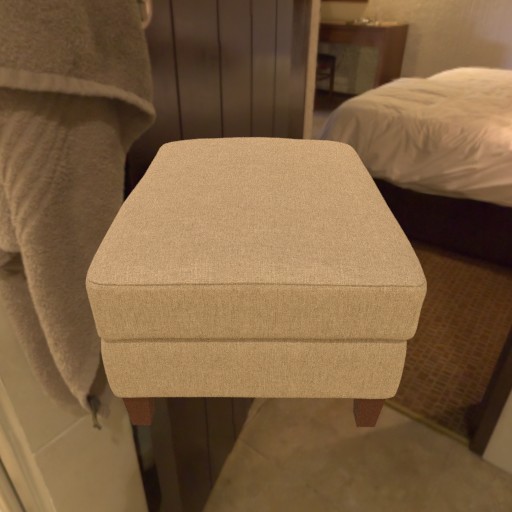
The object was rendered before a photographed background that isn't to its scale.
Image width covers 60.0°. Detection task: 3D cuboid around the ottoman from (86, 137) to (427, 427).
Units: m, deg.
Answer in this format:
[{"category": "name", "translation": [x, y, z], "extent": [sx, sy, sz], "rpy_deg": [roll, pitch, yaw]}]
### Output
[{"category": "ottoman", "translation": [0.000, 0.000, 1.303], "extent": [0.677, 0.519, 0.898], "rpy_deg": [0, 31, 0]}]
